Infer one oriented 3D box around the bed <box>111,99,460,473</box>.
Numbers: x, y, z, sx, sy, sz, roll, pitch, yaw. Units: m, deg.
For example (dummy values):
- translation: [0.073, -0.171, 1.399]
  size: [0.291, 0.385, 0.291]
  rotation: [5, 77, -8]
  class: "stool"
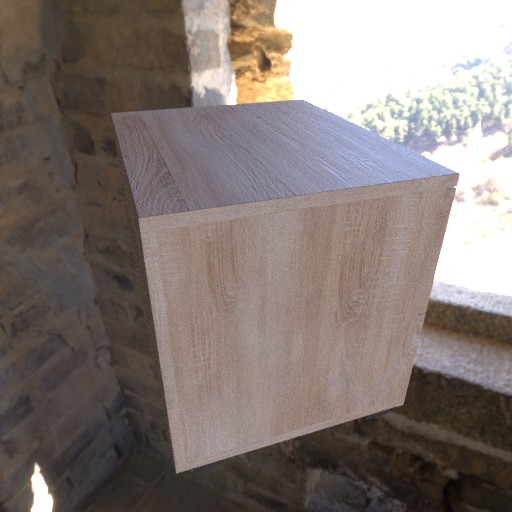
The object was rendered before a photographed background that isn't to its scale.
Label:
- translation: [0.000, 0.000, 0.779]
  size: [0.401, 0.420, 0.460]
  rotation: [-10, 32, -16]
  class: "bed"
